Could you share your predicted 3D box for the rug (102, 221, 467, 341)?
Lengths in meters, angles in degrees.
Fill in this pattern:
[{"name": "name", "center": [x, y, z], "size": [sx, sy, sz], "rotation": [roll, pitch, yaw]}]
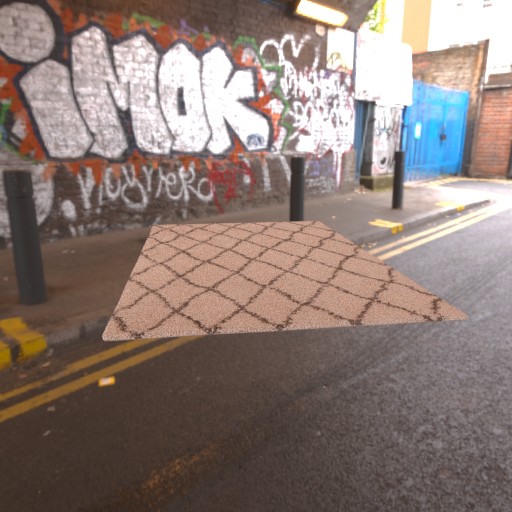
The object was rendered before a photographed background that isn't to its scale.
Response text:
[{"name": "rug", "center": [0.000, 0.000, 3.414], "size": [1.778, 0.030, 2.743], "rotation": [-2, 15, -8]}]
